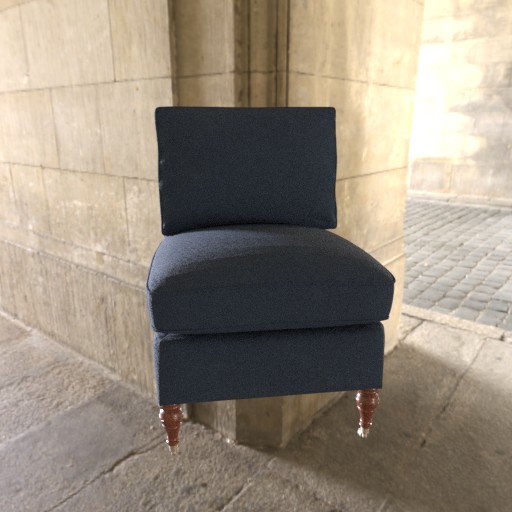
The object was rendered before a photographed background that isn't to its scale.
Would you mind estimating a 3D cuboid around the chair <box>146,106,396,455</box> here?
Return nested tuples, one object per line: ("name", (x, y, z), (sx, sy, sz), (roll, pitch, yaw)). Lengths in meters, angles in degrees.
("chair", (0.000, 0.000, 1.621), (0.724, 1.052, 0.912), (-2, 17, -7))
